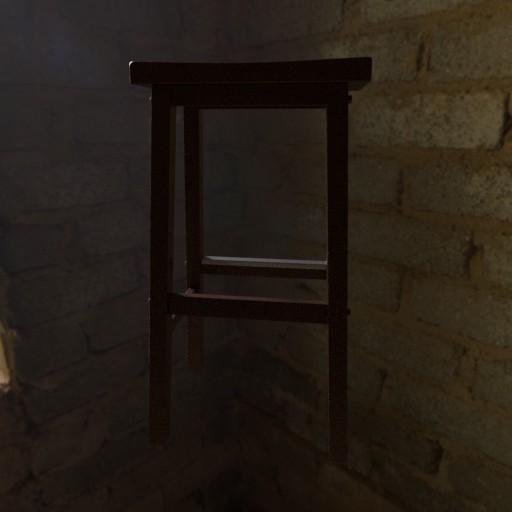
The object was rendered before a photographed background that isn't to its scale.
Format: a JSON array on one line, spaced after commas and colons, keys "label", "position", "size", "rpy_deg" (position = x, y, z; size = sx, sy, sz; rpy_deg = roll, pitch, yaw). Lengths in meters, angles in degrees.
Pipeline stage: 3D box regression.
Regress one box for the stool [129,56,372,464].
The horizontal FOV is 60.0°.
[{"label": "stool", "position": [0.000, 0.000, 0.940], "size": [0.406, 0.742, 0.322], "rpy_deg": [2, 17, 8]}]
